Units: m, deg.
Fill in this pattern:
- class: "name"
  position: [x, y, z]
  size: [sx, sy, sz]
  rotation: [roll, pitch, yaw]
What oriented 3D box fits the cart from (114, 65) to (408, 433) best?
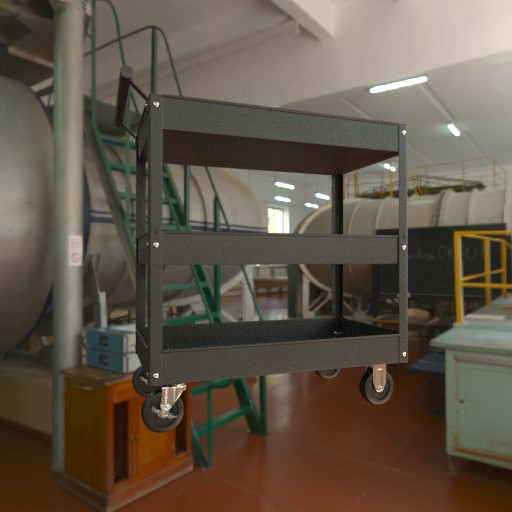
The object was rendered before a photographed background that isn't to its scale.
- class: "cart"
  position: [0.000, 0.000, 1.194]
  size: [0.719, 0.780, 0.366]
  rotation: [0, 0, -20]
